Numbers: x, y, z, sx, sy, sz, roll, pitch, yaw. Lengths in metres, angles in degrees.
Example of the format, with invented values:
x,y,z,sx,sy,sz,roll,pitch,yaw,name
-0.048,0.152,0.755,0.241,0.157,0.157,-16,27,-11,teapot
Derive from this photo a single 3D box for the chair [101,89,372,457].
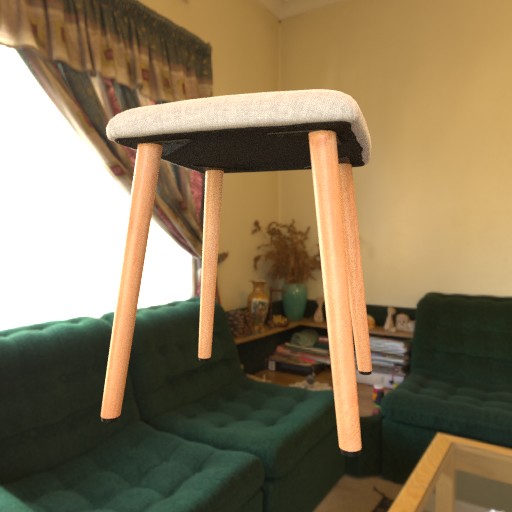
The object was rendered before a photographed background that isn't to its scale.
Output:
x,y,z,sx,sy,sz,roll,pitch,yaw,name
0.000,0.000,0.705,0.350,0.440,0.350,1,2,17,chair
